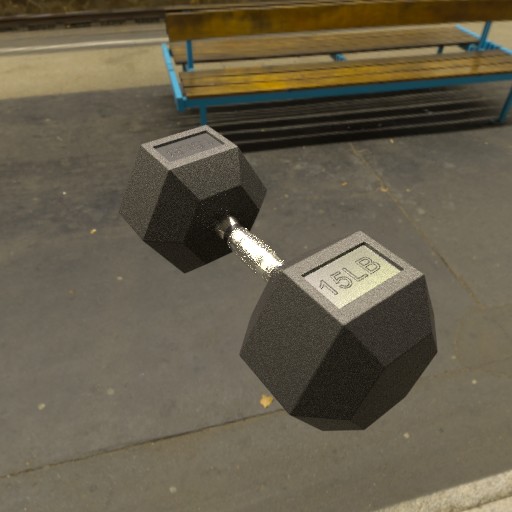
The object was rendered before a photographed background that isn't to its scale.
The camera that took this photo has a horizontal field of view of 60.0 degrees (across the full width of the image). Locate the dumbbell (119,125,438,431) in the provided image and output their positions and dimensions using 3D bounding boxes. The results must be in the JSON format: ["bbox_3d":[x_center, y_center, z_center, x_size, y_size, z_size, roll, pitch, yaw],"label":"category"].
[{"bbox_3d":[0.000,0.000,0.334,0.122,0.106,0.271,-26,48,-26],"label":"dumbbell"}]
